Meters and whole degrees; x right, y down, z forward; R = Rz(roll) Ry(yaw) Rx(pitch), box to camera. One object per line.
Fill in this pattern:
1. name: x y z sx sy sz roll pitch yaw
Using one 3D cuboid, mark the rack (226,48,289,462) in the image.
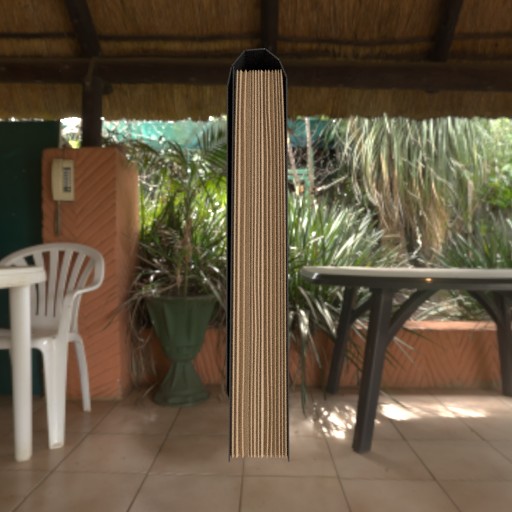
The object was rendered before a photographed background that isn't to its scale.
1. rack: 0.000 0.000 0.421 0.041 0.241 0.330 0 0 0
